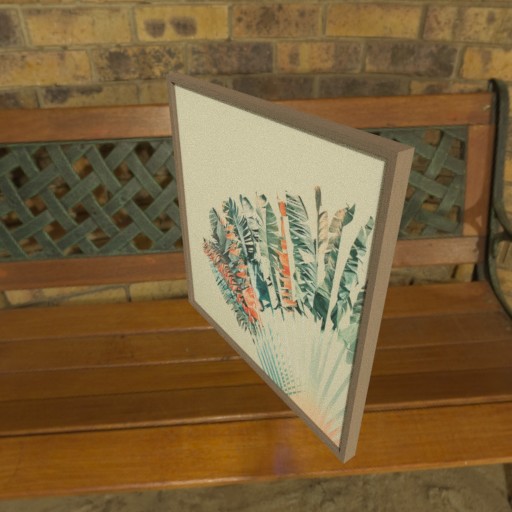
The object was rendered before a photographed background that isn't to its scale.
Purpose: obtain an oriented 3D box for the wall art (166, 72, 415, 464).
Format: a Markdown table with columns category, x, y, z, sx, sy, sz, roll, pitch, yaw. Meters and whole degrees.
| category | x | y | z | sx | sy | sz | roll | pitch | yaw |
| --- | --- | --- | --- | --- | --- | --- | --- | --- | --- |
| wall art | 0.000 | 0.000 | 1.118 | 0.038 | 0.758 | 0.761 | -21 | 38 | -30 |
